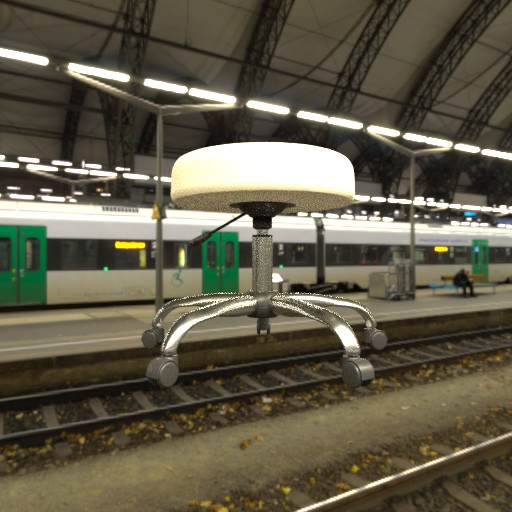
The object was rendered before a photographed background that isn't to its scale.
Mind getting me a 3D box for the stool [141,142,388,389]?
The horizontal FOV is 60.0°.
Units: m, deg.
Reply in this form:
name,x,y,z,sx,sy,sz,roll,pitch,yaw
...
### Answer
name,x,y,z,sx,sy,sz,roll,pitch,yaw
stool,0.000,0.000,1.042,0.634,0.482,0.614,0,0,38
